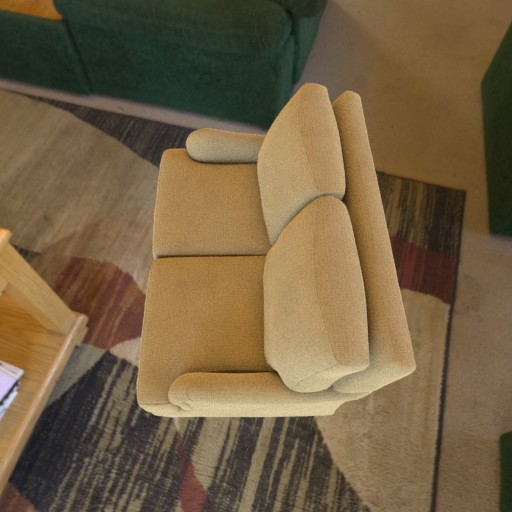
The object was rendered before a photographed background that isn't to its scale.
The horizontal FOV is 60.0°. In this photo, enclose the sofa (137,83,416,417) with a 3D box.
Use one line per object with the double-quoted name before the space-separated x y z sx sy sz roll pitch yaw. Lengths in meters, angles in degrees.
"sofa" 0.000 0.000 2.225 1.087 0.999 1.480 -1 60 -1
